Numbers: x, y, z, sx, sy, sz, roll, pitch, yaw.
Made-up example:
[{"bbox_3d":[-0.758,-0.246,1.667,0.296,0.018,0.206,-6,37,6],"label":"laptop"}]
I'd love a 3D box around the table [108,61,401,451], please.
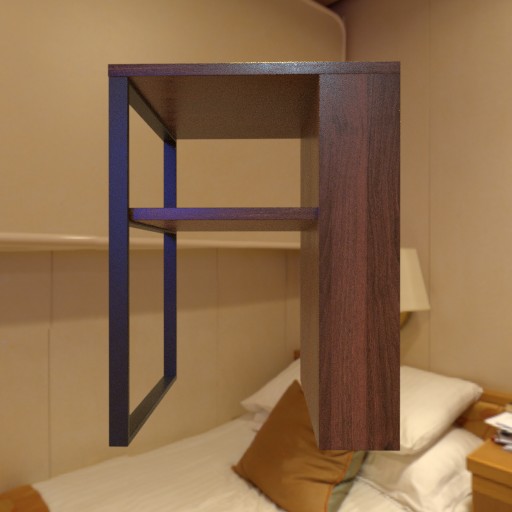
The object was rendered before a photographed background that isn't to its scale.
[{"bbox_3d":[0.000,0.000,1.520,0.786,1.041,0.660,0,0,1],"label":"table"}]
